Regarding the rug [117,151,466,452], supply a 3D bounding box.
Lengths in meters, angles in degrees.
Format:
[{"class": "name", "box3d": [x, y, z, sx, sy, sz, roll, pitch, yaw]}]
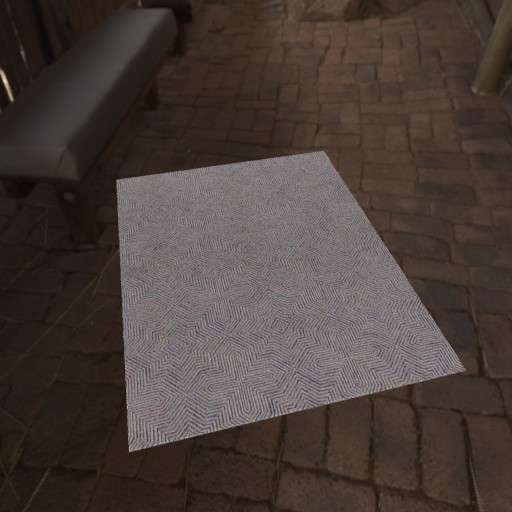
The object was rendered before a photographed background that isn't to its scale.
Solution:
[{"class": "rug", "box3d": [0.000, 0.000, 4.100, 2.442, 0.008, 3.046, -10, 46, -10]}]
